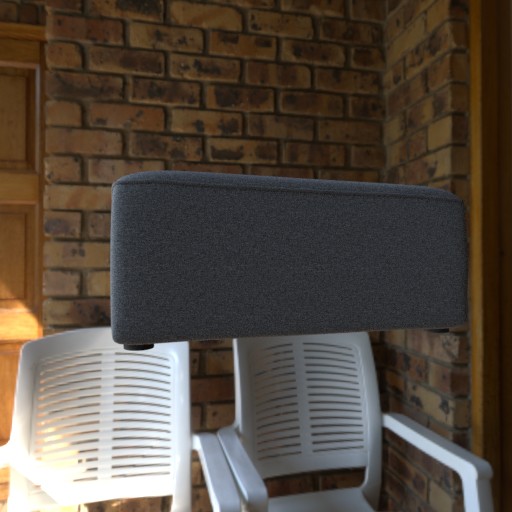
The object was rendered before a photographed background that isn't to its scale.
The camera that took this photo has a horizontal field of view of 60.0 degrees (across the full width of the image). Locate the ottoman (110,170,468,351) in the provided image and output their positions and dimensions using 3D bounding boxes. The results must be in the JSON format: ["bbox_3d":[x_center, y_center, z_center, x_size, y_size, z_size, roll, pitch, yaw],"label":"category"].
[{"bbox_3d":[0.000,0.000,1.623,1.005,0.464,1.015,0,-1,-18],"label":"ottoman"}]
